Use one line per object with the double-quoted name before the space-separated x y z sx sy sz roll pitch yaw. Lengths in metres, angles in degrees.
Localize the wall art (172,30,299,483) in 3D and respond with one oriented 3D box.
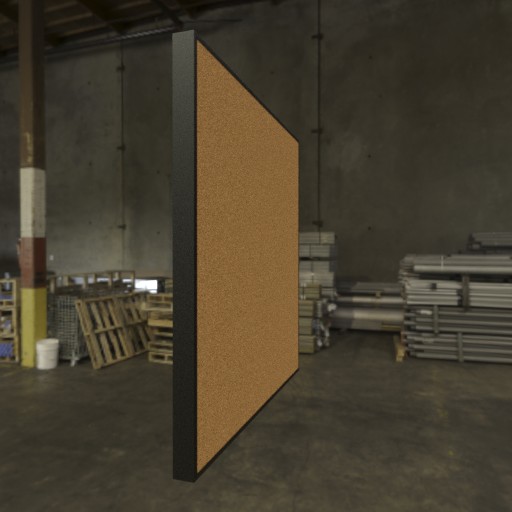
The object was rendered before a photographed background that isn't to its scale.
"wall art" 0.000 0.000 1.120 0.042 0.766 0.769 0 0 19
